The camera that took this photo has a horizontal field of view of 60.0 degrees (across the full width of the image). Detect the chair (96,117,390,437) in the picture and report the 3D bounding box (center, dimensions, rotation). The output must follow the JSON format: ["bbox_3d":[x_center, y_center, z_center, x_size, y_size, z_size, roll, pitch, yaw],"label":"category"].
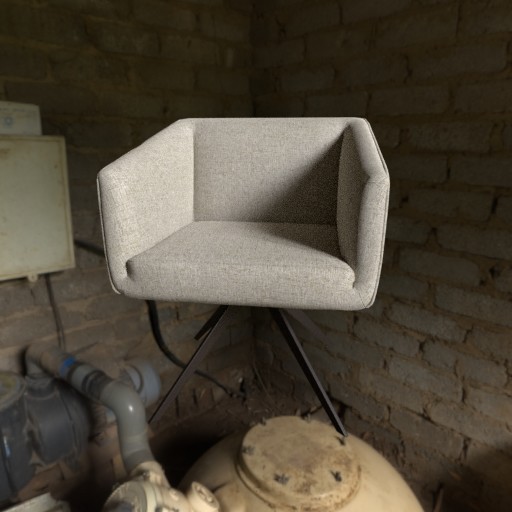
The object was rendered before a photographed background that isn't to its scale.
[{"bbox_3d":[0.000,0.000,1.242,0.628,0.760,0.623,2,15,8],"label":"chair"}]
